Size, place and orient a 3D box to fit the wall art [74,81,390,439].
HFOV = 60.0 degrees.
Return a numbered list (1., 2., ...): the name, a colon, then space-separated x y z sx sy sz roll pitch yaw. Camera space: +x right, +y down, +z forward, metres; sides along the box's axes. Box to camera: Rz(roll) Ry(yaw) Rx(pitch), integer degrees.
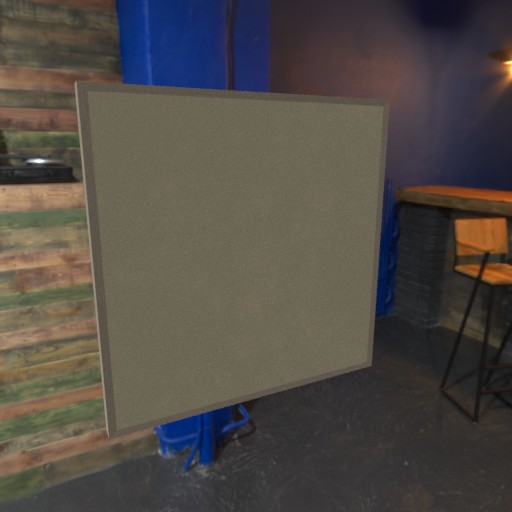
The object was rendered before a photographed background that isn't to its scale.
1. wall art: 0.000 0.000 1.092 0.761 0.758 0.038 -7 16 -26
